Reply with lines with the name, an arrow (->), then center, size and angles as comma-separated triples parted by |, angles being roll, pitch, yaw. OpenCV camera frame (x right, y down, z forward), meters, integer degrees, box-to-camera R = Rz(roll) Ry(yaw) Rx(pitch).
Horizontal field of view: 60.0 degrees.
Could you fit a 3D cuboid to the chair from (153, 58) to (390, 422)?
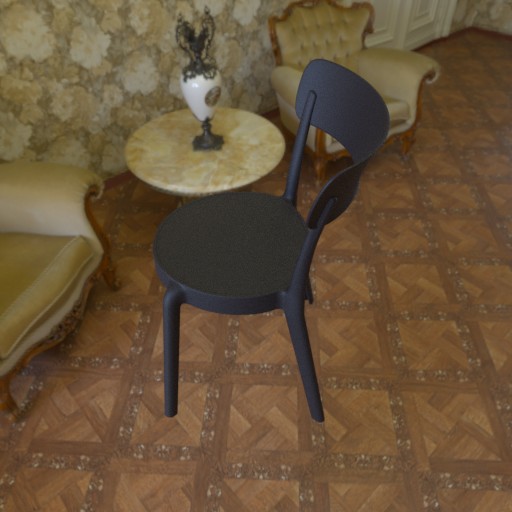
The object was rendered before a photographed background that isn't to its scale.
chair -> 0.000, 0.000, 1.101 | 0.491, 0.790, 0.506 | 1, 42, 1
